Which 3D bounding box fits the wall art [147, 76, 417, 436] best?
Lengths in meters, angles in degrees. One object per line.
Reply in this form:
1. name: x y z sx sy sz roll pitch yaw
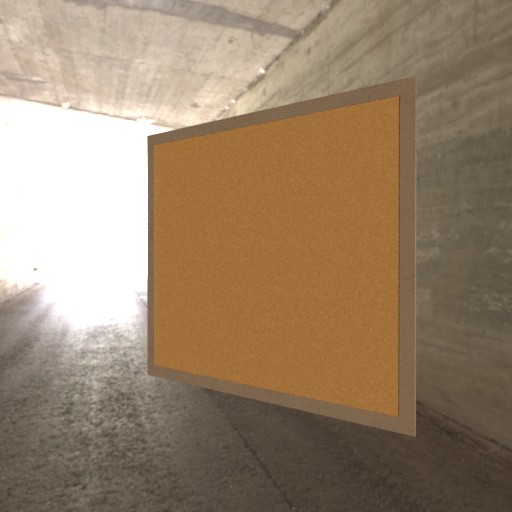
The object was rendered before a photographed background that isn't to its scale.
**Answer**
1. wall art: 0.000 0.000 1.656 1.168 1.067 0.025 0 1 35
